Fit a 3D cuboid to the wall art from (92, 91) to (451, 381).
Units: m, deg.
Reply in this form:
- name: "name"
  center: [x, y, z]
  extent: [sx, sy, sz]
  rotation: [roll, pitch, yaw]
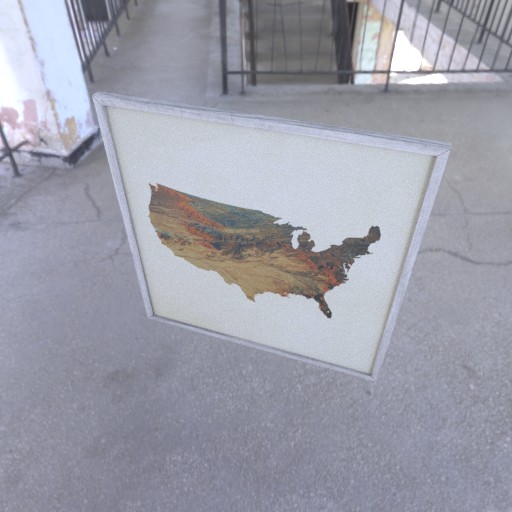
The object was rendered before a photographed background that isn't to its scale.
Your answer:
- name: "wall art"
  center: [0.000, 0.000, 0.772]
  extent: [0.508, 0.507, 0.016]
  rotation: [13, 43, 14]
